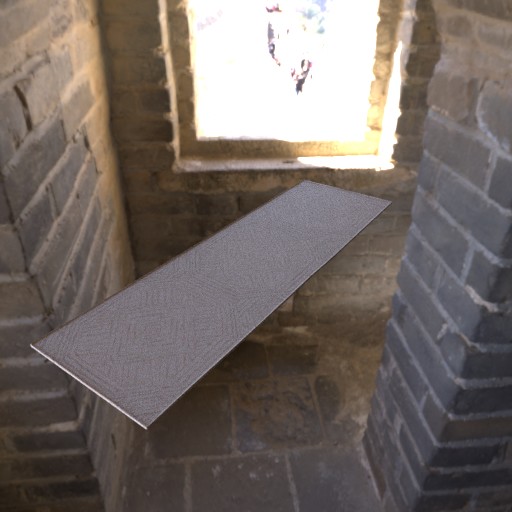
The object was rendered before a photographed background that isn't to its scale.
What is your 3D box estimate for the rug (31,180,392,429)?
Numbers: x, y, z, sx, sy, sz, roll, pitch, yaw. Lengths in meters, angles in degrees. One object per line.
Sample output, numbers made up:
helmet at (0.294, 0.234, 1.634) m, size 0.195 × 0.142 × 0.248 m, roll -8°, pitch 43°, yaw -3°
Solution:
rug at (0.000, 0.000, 2.668) m, size 0.775 × 0.012 × 2.452 m, roll 20°, pitch 37°, yaw 30°
